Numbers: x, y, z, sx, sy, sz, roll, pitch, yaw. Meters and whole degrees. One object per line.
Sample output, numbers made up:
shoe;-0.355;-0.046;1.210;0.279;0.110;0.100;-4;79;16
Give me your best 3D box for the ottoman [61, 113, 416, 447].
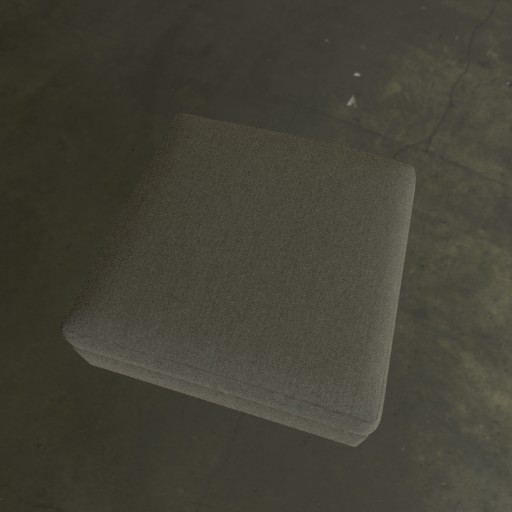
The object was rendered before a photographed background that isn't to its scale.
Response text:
ottoman;0.000;0.000;1.658;1.041;0.470;1.041;14;60;8
